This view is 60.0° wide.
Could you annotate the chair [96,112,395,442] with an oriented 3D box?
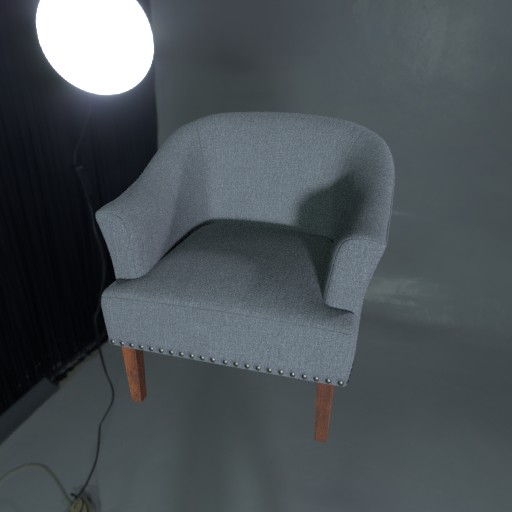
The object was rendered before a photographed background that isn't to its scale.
[{"bbox_3d":[0.000,0.000,1.432,0.798,0.815,0.704,7,25,14],"label":"chair"}]
